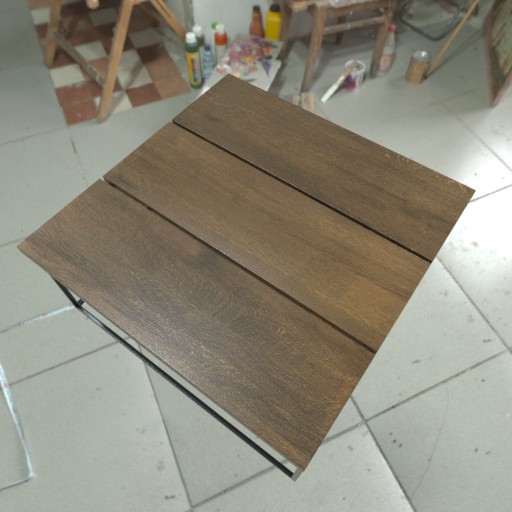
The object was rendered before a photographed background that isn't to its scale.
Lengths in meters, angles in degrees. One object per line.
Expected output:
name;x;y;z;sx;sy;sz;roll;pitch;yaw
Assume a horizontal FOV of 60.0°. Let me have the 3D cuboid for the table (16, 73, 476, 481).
table;0.000;0.000;1.383;0.900;0.400;0.900;32;63;18
